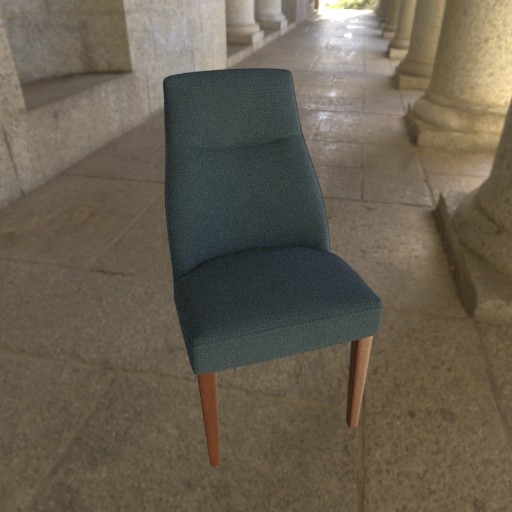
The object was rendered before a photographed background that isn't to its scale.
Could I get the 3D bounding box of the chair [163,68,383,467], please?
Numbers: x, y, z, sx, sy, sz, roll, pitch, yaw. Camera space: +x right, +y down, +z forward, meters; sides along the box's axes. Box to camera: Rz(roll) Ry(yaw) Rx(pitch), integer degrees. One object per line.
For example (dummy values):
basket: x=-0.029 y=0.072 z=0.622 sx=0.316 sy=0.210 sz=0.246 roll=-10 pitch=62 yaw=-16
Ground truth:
chair: x=0.000 y=0.000 z=1.287 sx=0.500 sy=0.930 sz=0.620 roll=-9 pitch=33 yaw=-15
